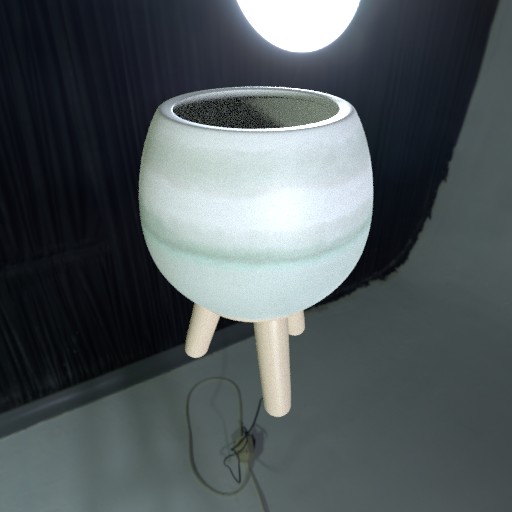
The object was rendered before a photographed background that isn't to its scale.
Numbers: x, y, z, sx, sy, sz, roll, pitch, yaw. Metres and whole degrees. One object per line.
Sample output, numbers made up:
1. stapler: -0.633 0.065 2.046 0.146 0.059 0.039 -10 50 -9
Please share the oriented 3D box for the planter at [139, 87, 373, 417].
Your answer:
1. planter: 0.000 0.000 0.339 0.161 0.224 0.161 0 31 0
